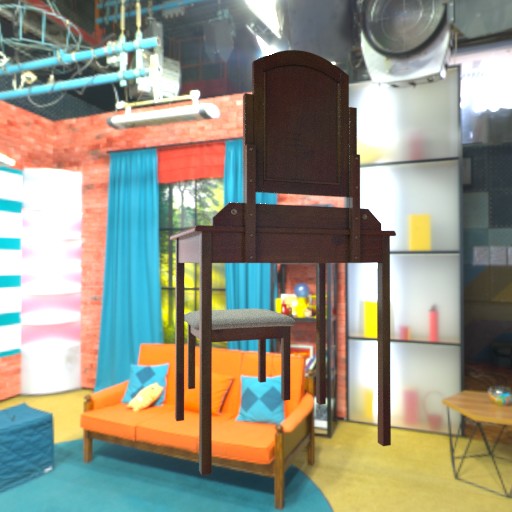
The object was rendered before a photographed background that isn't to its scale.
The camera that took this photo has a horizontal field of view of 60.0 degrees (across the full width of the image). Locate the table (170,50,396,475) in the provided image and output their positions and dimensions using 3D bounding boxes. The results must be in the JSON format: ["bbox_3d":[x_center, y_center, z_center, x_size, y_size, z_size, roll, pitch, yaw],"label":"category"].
[{"bbox_3d":[0.000,0.000,2.316,0.876,1.631,1.211,0,-1,-19],"label":"table"}]
